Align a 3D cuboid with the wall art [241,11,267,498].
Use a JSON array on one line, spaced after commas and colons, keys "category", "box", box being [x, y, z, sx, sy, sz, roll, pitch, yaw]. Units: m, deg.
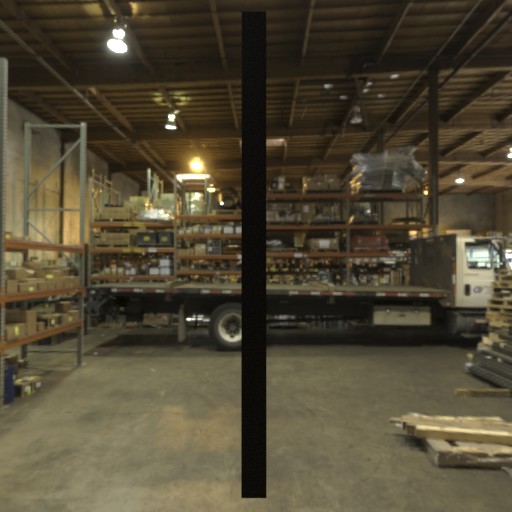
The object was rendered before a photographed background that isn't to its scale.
[{"category": "wall art", "box": [0.000, 0.000, 0.737, 0.029, 0.559, 0.457, 0, -1, 1]}]
